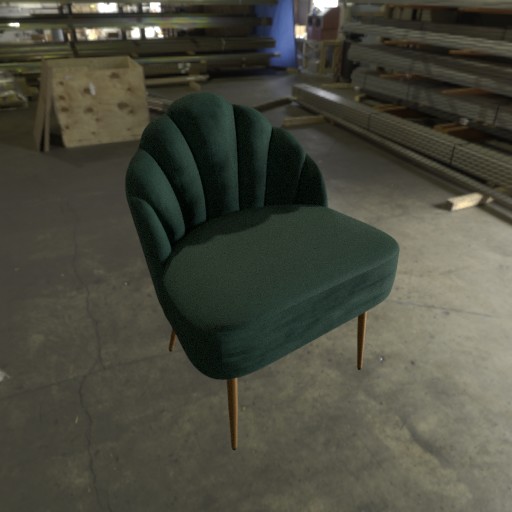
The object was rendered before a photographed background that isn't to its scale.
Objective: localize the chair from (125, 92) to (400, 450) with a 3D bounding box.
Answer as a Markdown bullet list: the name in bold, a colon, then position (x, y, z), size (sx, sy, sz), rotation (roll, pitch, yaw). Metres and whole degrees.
- **chair**: position (0.000, 0.000, 1.286), size (0.657, 0.819, 0.599), rotation (-21, 37, -31)
